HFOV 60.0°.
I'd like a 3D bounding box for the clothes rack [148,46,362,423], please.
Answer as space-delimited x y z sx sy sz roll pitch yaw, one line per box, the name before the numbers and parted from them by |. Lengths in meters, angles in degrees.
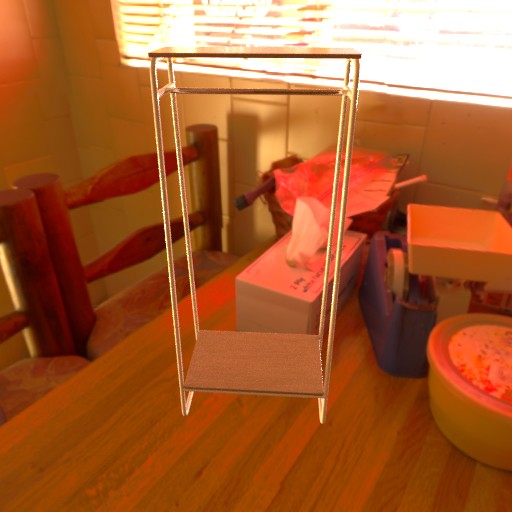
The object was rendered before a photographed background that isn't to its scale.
clothes rack | 0.000 0.000 1.786 0.640 1.512 0.400 2 30 3
